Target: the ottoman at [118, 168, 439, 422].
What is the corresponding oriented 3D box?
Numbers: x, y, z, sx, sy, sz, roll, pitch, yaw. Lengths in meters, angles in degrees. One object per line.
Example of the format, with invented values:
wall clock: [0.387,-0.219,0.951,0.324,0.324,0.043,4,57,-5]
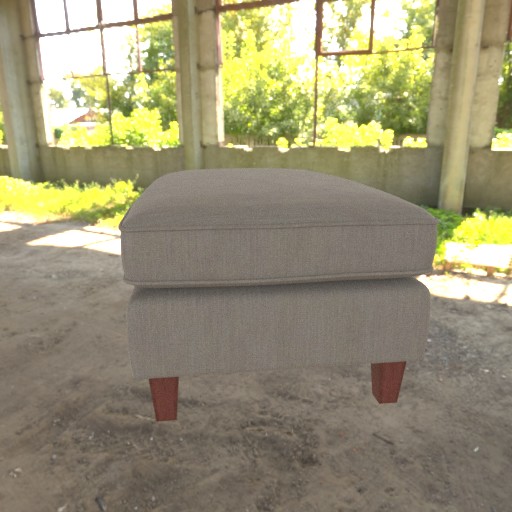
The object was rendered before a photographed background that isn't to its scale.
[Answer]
ottoman: [0.000,0.000,1.303,0.636,0.480,0.941,-2,15,-7]
